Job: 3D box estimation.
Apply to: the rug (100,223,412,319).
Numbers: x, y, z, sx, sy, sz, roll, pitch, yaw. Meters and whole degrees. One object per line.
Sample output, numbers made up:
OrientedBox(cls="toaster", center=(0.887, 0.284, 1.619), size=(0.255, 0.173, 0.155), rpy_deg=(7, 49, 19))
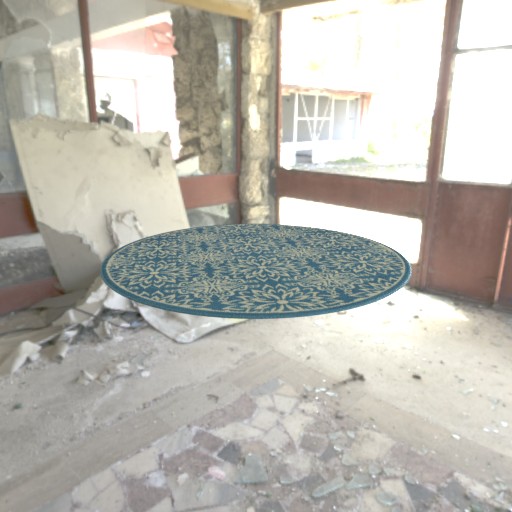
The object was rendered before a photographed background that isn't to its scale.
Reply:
OrientedBox(cls="rug", center=(0.000, 0.000, 2.389), size=(1.593, 0.012, 1.593), rpy_deg=(0, 17, 0))
